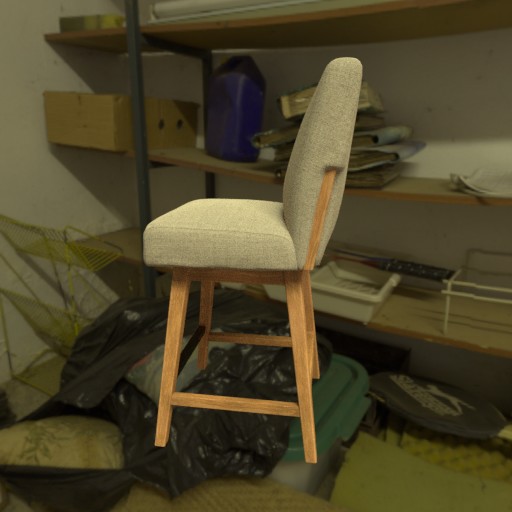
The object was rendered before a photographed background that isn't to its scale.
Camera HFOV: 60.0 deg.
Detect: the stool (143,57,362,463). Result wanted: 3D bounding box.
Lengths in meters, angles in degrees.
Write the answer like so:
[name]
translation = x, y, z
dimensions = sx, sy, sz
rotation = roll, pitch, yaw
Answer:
[stool]
translation = 0.000, 0.000, 1.297
dimensions = 0.526, 1.010, 0.459
rotation = 2, 16, 9
